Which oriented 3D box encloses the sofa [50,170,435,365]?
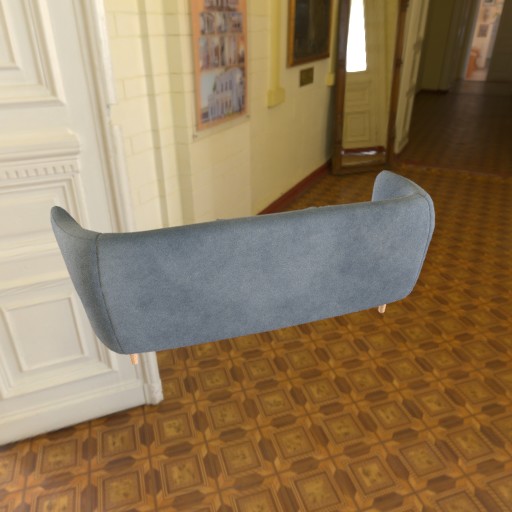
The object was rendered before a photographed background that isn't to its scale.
[{"bbox_3d":[0.000,0.000,2.500,2.095,0.795,0.849,-9,29,-16],"label":"sofa"}]
